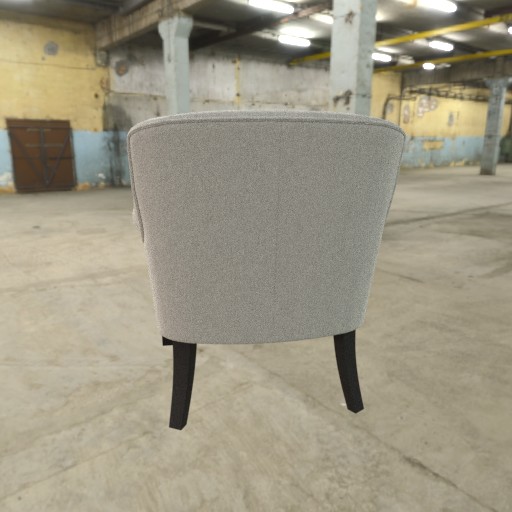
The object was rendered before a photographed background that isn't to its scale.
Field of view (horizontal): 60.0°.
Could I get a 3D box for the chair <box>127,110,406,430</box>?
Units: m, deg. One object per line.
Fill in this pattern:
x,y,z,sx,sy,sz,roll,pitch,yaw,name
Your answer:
0.000,0.000,1.480,0.781,0.875,0.750,-2,14,-9,chair
